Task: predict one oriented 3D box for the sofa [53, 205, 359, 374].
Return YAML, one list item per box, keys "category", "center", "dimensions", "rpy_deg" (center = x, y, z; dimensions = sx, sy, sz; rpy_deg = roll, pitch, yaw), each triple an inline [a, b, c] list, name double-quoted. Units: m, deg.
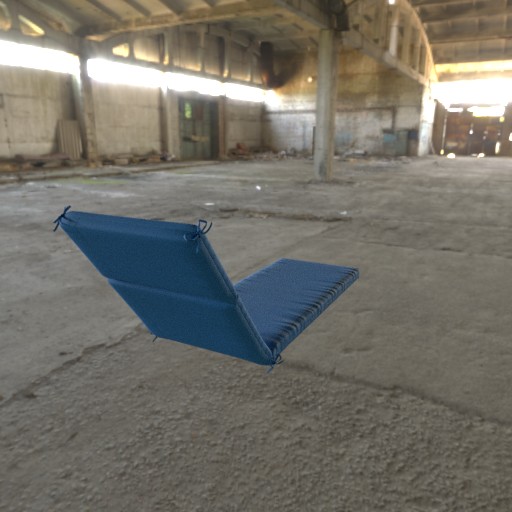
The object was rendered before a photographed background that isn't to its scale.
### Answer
- category: "sofa"
  center: [0.000, 0.000, 1.997]
  dimensions: [0.582, 0.622, 1.663]
  rpy_deg: [8, 17, 27]
